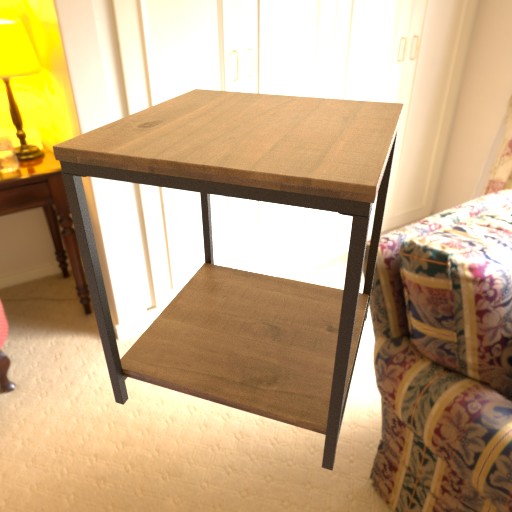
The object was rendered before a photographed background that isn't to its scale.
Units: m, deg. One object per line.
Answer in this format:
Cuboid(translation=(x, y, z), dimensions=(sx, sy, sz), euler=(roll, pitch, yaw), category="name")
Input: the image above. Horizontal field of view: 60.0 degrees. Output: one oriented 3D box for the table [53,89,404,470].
Cuboid(translation=(0.000, 0.000, 0.984), dimensions=(0.503, 0.589, 0.507), euler=(10, 32, 17), category="table")
